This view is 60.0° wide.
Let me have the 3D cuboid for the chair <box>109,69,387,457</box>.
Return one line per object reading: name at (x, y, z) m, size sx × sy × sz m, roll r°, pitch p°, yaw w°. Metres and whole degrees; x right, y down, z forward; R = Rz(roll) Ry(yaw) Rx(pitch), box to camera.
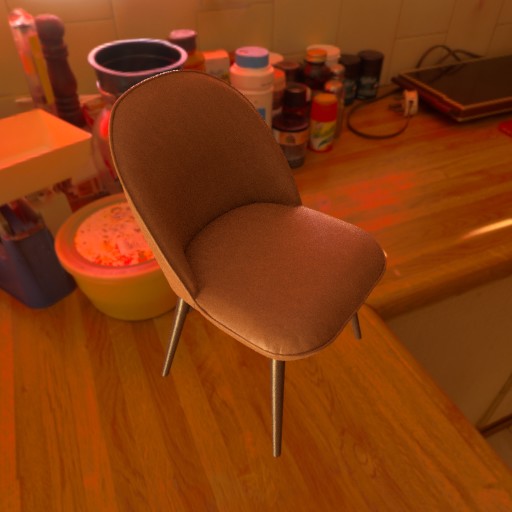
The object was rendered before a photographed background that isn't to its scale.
chair at (0.000, 0.000, 1.207) m, size 0.631 × 0.831 × 0.521 m, roll 26°, pitch 48°, yaw 26°
